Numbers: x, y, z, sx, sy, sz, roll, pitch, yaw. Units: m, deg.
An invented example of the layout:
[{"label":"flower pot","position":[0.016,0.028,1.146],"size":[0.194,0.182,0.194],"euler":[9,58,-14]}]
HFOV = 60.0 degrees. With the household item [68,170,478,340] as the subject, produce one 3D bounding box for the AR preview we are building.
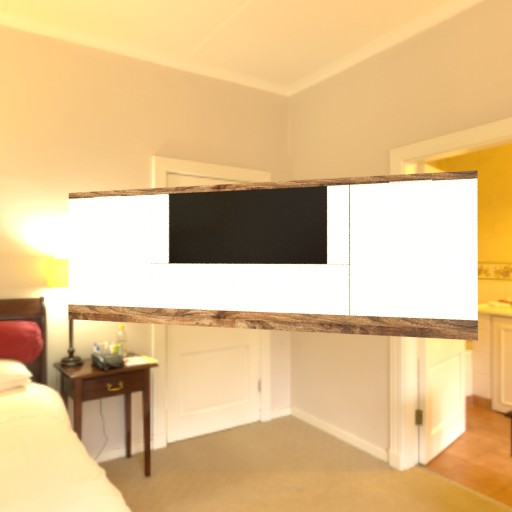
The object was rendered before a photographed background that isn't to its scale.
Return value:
[{"label":"household item","position":[0.000,0.000,2.047],"size":[1.800,0.615,0.390],"euler":[0,0,18]}]
